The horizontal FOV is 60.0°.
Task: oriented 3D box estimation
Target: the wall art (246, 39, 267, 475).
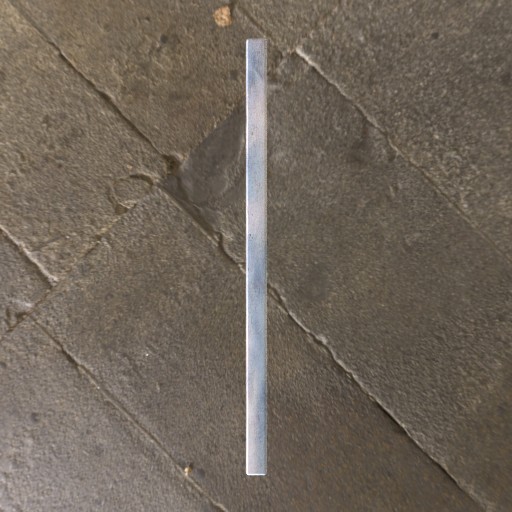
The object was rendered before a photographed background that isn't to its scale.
[{"bbox_3d":[0.000,0.000,1.129,0.035,0.747,0.747,0,90,0],"label":"wall art"}]
